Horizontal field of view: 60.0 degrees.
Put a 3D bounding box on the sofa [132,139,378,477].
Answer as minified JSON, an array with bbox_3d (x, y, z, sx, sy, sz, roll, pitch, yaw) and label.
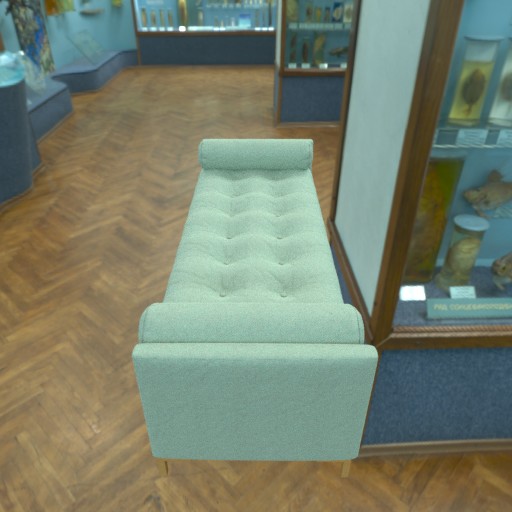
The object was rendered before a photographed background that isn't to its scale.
[{"bbox_3d":[0.000,0.000,2.395,0.796,0.705,2.102,0,33,0],"label":"sofa"}]
